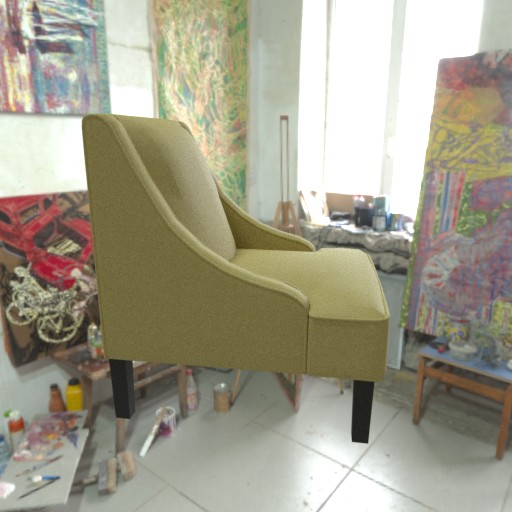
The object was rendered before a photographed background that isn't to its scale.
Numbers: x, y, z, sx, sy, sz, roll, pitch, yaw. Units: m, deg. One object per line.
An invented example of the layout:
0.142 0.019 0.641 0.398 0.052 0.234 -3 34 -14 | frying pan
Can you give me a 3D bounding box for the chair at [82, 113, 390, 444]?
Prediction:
0.000 0.000 1.496 0.814 0.896 0.696 2 15 9 | chair
